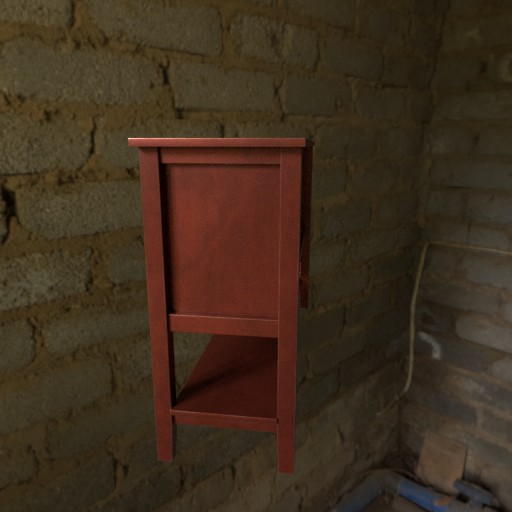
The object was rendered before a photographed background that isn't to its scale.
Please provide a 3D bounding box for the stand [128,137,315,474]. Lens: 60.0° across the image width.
[{"bbox_3d":[0.000,0.000,1.729,0.410,0.872,1.362,2,14,8],"label":"stand"}]
